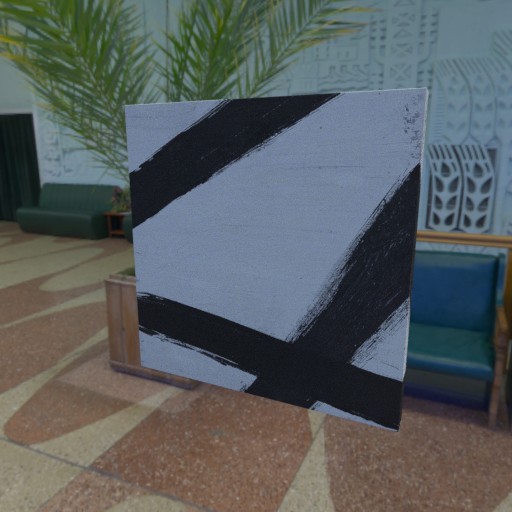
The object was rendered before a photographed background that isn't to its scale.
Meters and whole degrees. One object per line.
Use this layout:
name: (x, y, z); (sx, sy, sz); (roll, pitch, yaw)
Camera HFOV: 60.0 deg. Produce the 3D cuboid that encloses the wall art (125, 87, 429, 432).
wall art: (0.000, 0.000, 1.137); (0.765, 0.765, 0.046); (6, 15, 25)
